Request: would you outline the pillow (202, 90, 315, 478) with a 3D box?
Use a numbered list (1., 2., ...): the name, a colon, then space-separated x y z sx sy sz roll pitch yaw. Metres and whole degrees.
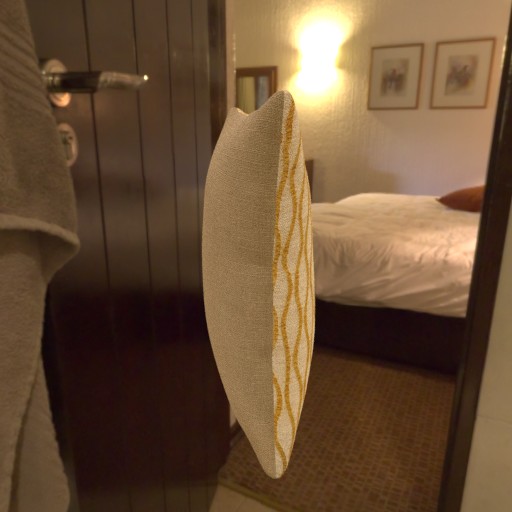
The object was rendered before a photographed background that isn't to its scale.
1. pillow: 0.000 0.000 0.658 0.159 0.436 0.429 -3 16 -9
